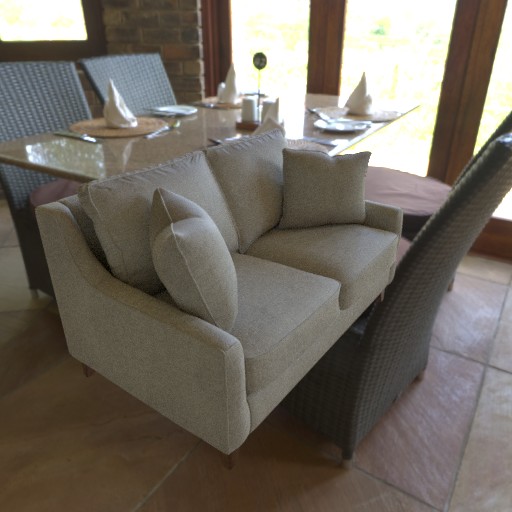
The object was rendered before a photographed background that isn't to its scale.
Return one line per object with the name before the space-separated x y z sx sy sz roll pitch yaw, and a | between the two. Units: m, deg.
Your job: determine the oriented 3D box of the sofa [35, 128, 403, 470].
sofa | 0.000 0.000 1.971 0.915 0.863 1.422 19 33 32
